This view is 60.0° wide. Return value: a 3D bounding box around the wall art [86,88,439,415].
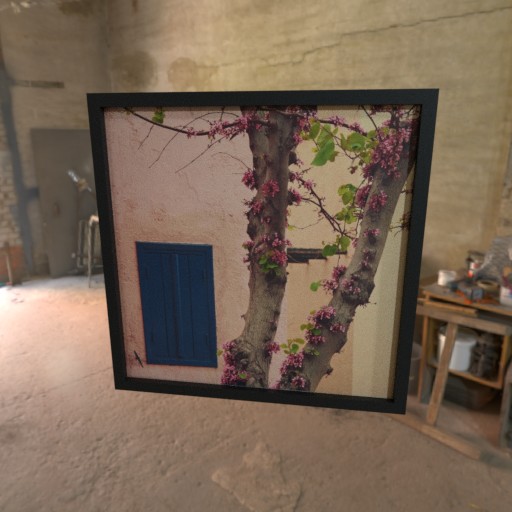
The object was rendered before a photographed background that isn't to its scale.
[{"bbox_3d":[0.000,0.000,0.438,0.305,0.304,0.038,2,16,8],"label":"wall art"}]
